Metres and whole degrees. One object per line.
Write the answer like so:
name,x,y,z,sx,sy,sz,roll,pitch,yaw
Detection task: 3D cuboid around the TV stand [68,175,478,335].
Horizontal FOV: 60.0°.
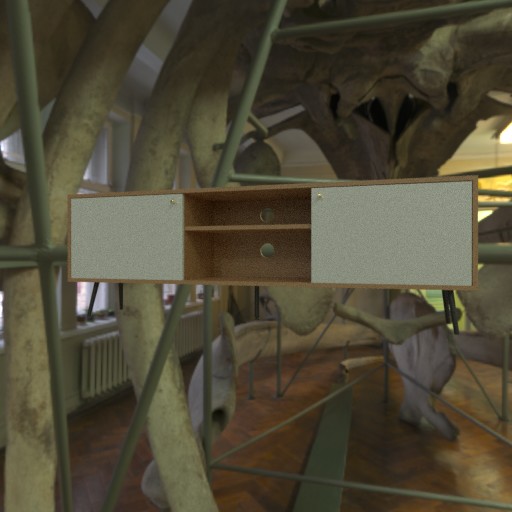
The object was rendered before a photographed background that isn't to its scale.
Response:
TV stand,0.000,0.000,2.001,1.760,0.580,0.400,0,0,17
